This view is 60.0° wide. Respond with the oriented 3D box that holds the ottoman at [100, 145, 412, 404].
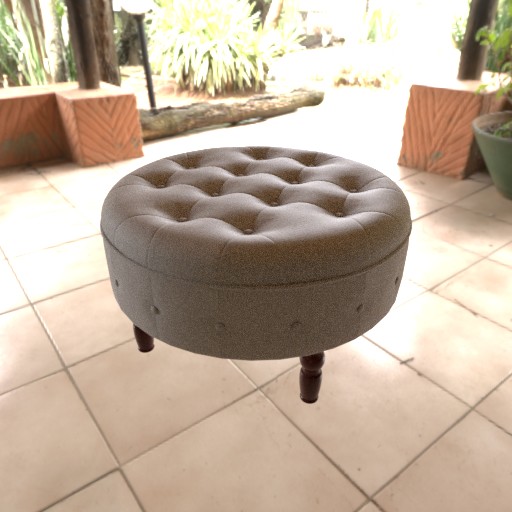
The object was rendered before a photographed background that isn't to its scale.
[{"bbox_3d":[0.000,0.000,1.340,0.849,0.478,0.849,0,29,0],"label":"ottoman"}]
